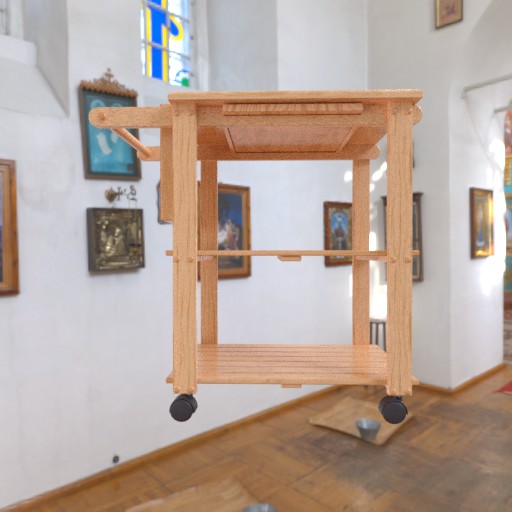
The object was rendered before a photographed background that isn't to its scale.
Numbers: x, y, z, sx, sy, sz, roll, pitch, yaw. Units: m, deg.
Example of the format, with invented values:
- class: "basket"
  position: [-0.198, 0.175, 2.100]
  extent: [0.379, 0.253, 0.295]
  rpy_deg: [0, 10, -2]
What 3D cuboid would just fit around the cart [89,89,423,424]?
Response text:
- class: "cart"
  position: [0.000, 0.000, 1.331]
  extent: [0.843, 0.816, 0.520]
  rpy_deg: [0, 0, 2]
